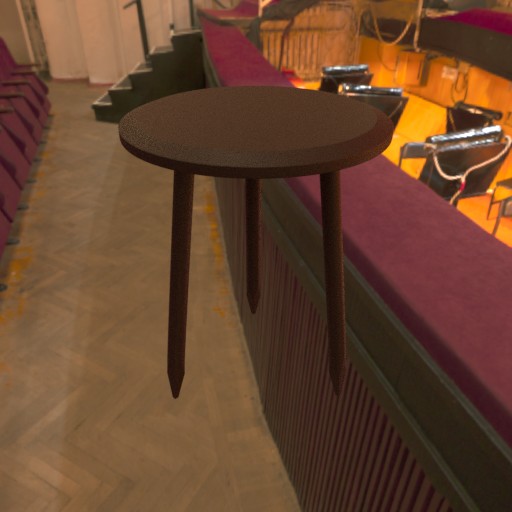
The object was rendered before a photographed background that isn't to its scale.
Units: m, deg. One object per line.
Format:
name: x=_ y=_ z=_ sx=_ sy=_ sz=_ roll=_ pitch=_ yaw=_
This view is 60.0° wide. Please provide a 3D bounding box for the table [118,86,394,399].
table: x=0.000 y=0.000 z=0.912 sx=0.457 sy=0.585 sz=0.457 roll=0 pitch=33 yaw=0
